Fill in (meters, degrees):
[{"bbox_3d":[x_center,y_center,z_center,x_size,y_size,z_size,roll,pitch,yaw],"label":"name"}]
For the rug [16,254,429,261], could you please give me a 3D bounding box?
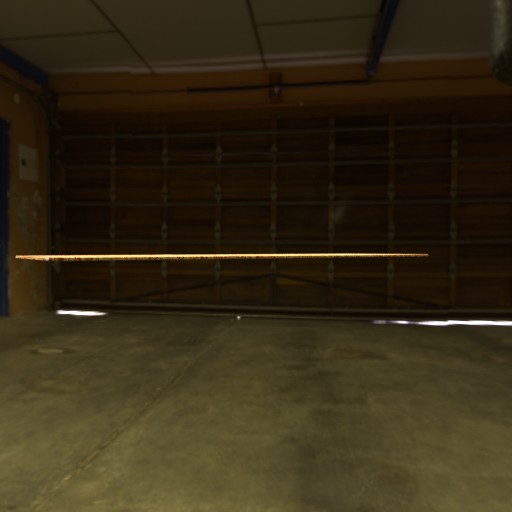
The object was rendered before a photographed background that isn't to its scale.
[{"bbox_3d":[0.000,0.000,2.421,2.237,0.014,0.680,0,1,-37],"label":"rug"}]
